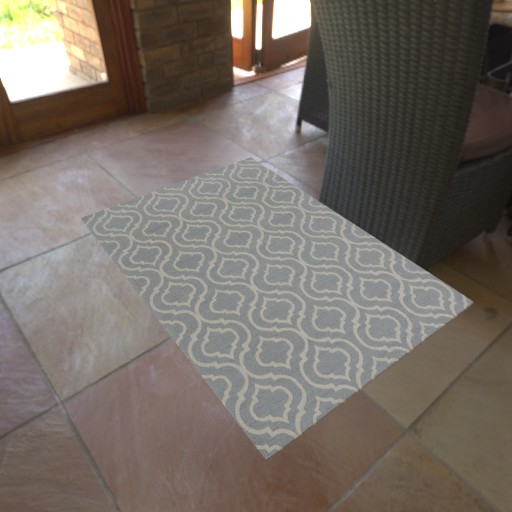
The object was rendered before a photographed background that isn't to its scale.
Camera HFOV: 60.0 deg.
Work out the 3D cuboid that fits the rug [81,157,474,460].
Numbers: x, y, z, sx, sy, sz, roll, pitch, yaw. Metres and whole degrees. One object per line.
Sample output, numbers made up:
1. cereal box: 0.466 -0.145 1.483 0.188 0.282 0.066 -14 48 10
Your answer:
1. rug: 0.000 0.000 2.744 1.451 0.010 2.080 -26 47 -27
